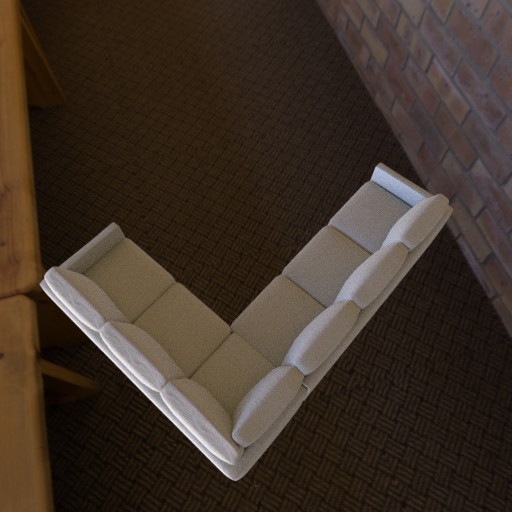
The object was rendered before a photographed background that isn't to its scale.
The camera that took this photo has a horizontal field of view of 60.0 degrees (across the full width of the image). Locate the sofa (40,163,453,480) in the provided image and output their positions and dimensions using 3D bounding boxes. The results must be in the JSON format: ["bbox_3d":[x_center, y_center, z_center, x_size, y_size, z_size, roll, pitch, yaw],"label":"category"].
[{"bbox_3d":[0.000,0.000,4.514,2.522,0.934,3.333,38,69,18],"label":"sofa"}]
